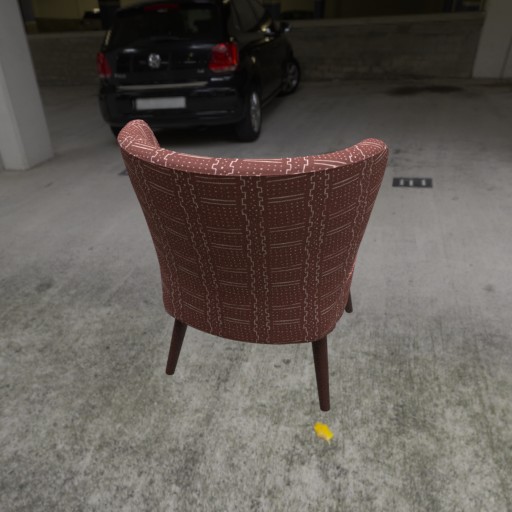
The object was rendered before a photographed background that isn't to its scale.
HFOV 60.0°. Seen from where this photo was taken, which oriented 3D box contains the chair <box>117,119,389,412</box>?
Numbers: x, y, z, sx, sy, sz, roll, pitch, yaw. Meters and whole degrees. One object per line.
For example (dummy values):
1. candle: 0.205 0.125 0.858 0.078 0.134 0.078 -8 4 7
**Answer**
1. chair: 0.000 0.000 1.407 0.706 0.866 0.758 9 32 14
